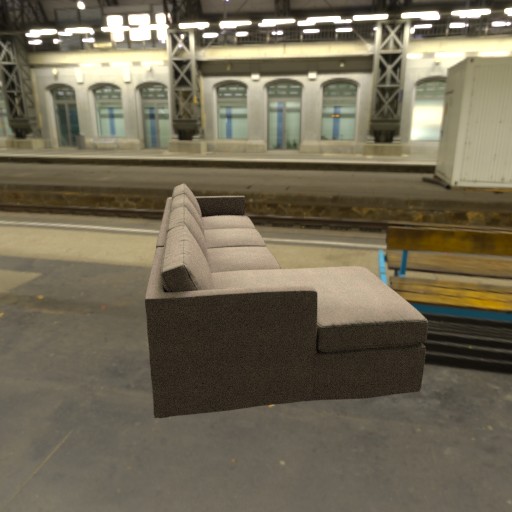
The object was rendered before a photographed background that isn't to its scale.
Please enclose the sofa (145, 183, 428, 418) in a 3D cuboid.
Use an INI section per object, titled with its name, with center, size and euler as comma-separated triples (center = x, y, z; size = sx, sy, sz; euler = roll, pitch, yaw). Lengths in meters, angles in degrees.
[sofa]
center = 0.000, 0.000, 3.944
size = 1.650, 0.922, 3.205
euler = -3, 17, -8
